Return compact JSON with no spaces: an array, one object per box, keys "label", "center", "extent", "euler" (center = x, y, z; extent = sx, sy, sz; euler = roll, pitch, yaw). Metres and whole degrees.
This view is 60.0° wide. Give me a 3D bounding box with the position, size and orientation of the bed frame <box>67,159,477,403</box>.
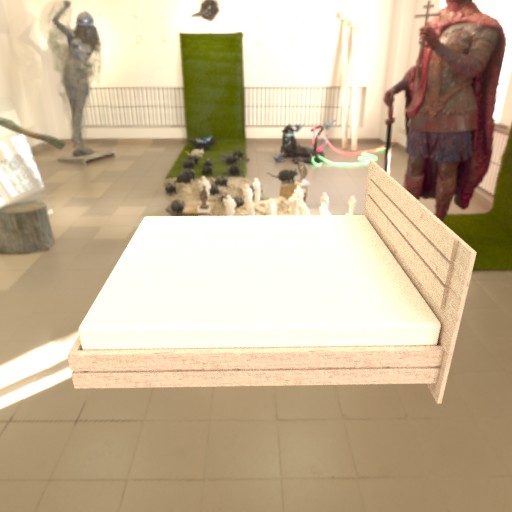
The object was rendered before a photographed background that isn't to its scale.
[{"label":"bed frame","center":[0.000,0.000,3.192],"extent":[2.080,0.970,1.950],"euler":[-1,25,-1]}]
